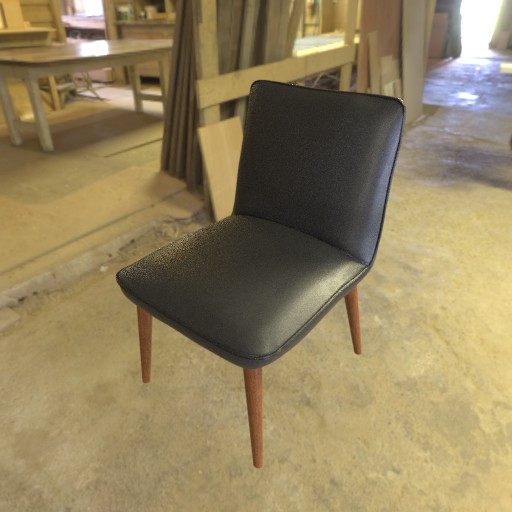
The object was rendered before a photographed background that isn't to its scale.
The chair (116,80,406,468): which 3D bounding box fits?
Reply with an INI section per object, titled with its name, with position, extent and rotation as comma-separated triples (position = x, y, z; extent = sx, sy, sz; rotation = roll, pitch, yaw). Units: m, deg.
[chair]
position = 0.000, 0.000, 1.202
extent = 0.543, 0.801, 0.645
rotation = 19, 35, 30
